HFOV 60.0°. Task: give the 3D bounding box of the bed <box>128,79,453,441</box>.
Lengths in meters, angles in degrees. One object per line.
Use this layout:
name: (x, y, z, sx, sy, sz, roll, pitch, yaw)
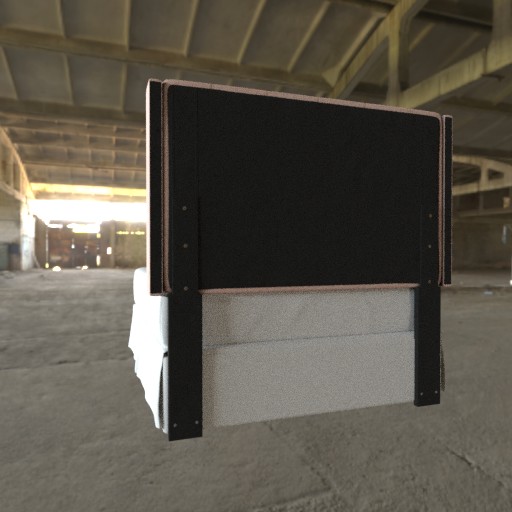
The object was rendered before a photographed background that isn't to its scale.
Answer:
bed: (0.000, 0.000, 3.241, 1.719, 1.665, 2.066, 0, 1, -19)
